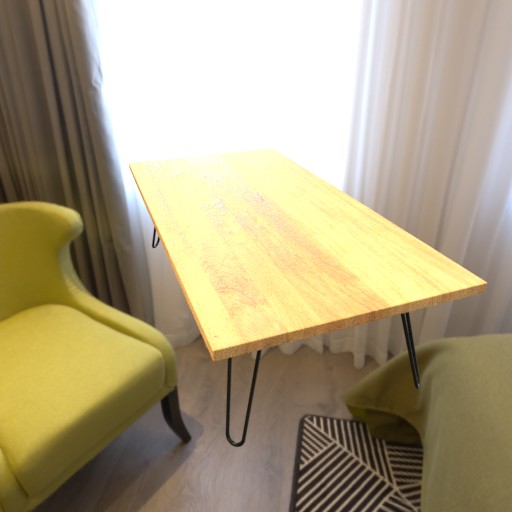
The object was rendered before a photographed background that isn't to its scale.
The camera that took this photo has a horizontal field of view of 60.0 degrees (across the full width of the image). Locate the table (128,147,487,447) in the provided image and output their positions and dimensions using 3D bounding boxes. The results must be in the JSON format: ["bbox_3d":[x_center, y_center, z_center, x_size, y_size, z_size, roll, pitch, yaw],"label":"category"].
[{"bbox_3d":[0.000,0.000,1.624,0.699,0.400,1.348,-10,30,-18],"label":"table"}]
